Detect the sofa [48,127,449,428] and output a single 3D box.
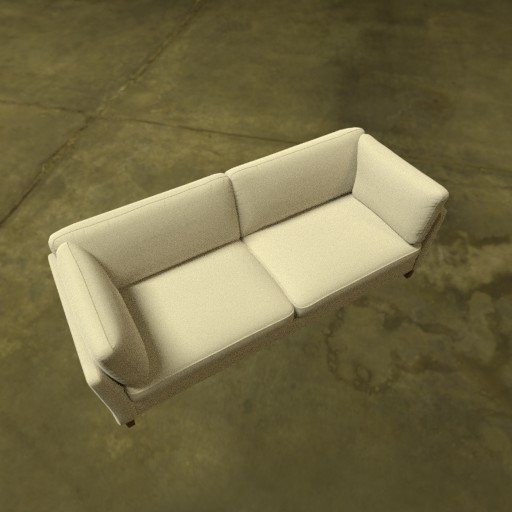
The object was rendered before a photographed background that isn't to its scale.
[{"bbox_3d":[0.000,0.000,2.799,2.301,0.863,0.957,-24,51,-21],"label":"sofa"}]
